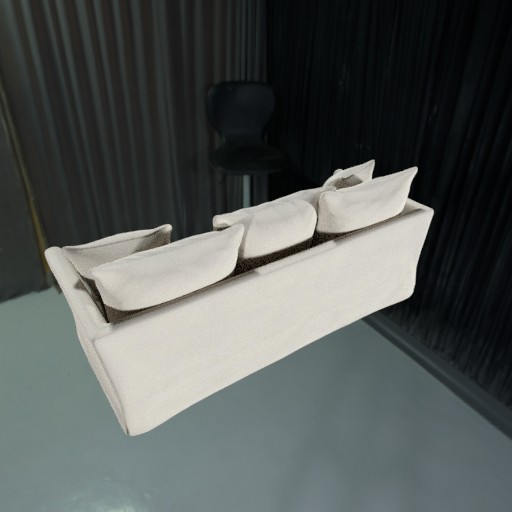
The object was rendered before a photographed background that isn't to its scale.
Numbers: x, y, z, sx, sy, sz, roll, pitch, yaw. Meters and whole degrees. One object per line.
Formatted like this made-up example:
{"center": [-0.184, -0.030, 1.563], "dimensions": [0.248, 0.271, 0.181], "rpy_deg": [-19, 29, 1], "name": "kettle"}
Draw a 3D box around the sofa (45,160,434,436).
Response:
{"center": [0.000, 0.000, 3.096], "dimensions": [2.499, 1.047, 1.046], "rpy_deg": [-20, 37, -28], "name": "sofa"}
